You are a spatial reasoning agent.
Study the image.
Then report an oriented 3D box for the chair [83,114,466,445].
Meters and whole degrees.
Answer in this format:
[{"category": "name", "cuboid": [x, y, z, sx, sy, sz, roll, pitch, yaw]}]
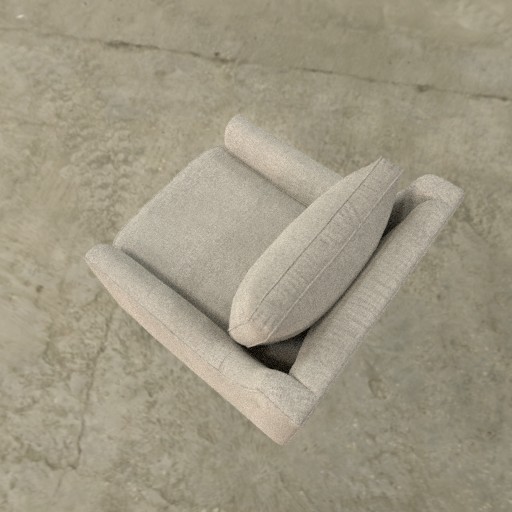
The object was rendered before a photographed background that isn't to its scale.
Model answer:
[{"category": "chair", "cuboid": [0.000, 0.000, 1.565, 0.918, 0.864, 0.838, 36, 69, 16]}]
